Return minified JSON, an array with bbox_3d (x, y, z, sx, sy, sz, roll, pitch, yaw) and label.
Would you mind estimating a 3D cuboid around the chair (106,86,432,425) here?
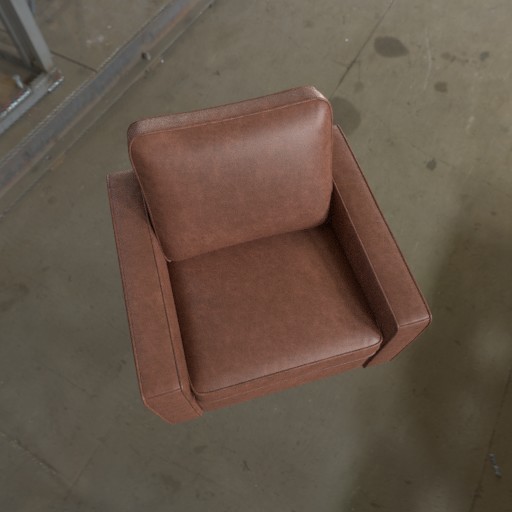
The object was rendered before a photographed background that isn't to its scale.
[{"bbox_3d":[0.000,0.000,1.718,1.017,0.919,0.940,-14,64,-7],"label":"chair"}]
